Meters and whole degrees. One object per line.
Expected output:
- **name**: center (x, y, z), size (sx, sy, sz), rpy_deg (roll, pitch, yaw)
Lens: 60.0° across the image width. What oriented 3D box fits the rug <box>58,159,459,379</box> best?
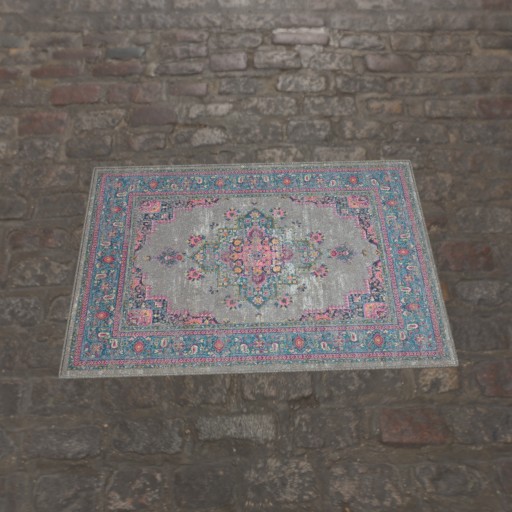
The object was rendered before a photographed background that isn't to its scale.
- **rug**: center (0.000, 0.000, 2.185), size (1.748, 0.014, 1.144), rpy_deg (-2, 63, -1)
